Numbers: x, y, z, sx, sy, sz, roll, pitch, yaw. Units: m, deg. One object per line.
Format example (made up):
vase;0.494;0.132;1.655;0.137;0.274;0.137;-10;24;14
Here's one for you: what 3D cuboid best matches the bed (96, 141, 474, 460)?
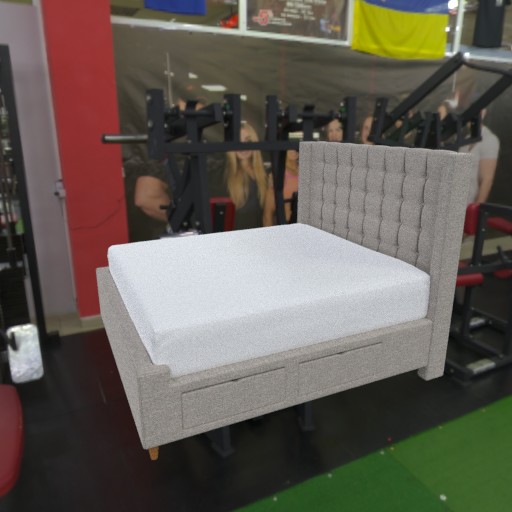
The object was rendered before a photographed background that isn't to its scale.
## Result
bed;0.000;0.000;3.689;2.372;1.748;2.044;-8;19;-24
